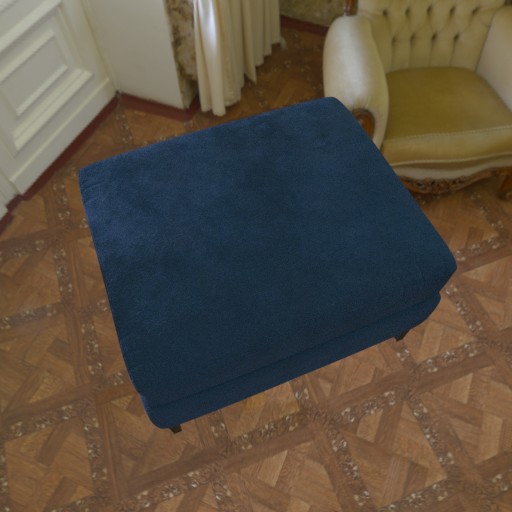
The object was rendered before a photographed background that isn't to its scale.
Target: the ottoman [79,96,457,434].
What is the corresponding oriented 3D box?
[{"bbox_3d":[0.000,0.000,1.225,0.794,0.485,0.655,-19,61,-11],"label":"ottoman"}]
